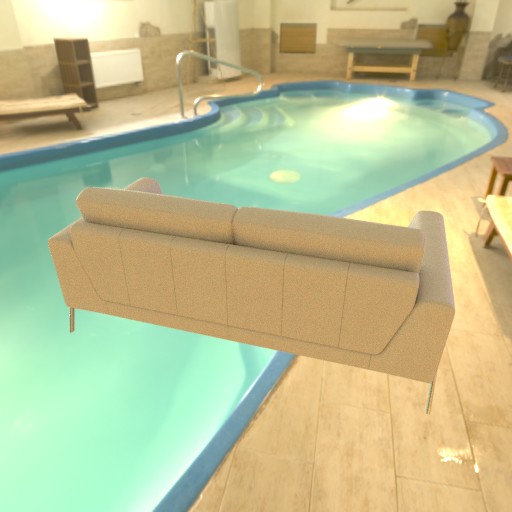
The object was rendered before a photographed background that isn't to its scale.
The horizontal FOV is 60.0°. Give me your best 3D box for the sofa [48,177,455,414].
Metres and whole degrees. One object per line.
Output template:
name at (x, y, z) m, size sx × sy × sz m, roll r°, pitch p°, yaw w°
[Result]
sofa at (0.000, 0.000, 2.523) m, size 2.017 × 0.875 × 0.953 m, roll 9°, pitch 32°, yaw 15°
